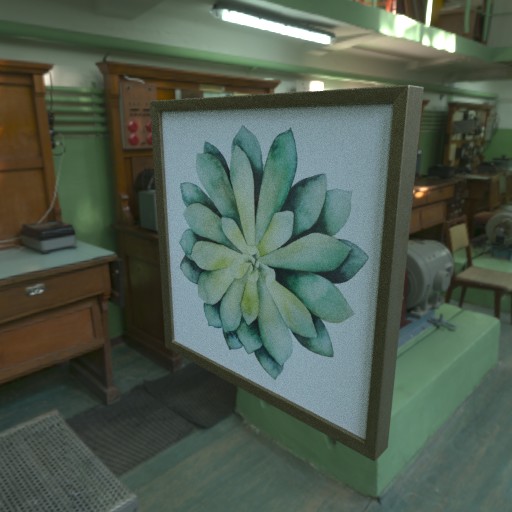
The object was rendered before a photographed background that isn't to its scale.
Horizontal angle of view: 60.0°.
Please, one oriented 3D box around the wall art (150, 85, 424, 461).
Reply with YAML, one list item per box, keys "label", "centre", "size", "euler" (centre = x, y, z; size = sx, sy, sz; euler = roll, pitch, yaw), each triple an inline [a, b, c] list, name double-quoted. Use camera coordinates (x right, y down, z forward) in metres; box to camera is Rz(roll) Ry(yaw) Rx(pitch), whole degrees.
- label: "wall art"
  centre: [0.000, 0.000, 0.743]
  size: [0.503, 0.506, 0.040]
  euler: [15, 22, 41]
